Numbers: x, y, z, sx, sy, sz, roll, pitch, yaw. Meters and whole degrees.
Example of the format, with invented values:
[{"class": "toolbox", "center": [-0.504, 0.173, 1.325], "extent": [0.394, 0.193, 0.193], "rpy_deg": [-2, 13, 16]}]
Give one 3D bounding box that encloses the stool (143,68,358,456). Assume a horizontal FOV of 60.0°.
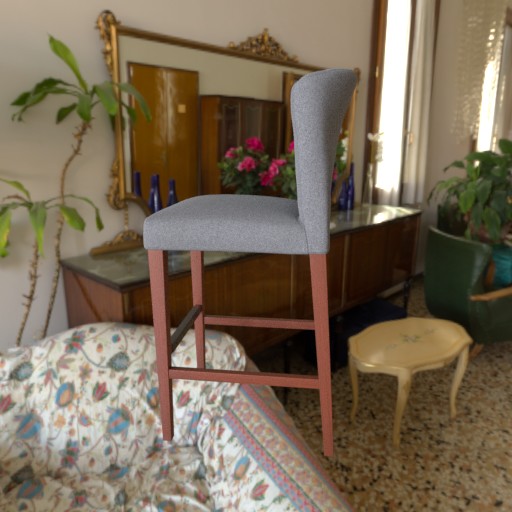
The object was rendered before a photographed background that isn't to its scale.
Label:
[{"class": "stool", "center": [0.000, 0.000, 1.394], "extent": [0.568, 1.069, 0.481], "rpy_deg": [2, 14, 7]}]
